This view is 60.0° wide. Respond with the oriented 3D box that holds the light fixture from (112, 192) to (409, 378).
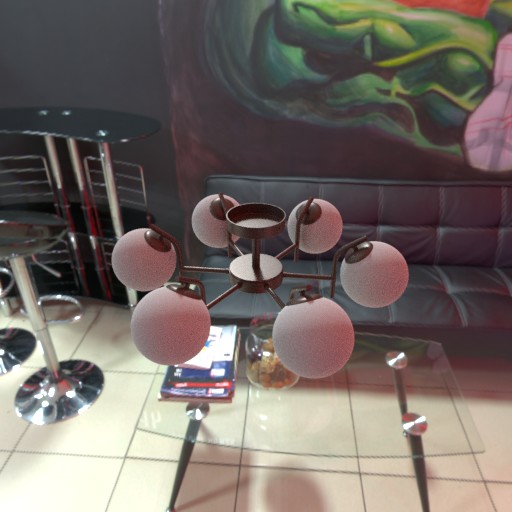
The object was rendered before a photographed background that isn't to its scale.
[{"bbox_3d":[0.000,0.000,0.982,0.662,0.201,0.662,0,30,0],"label":"light fixture"}]
